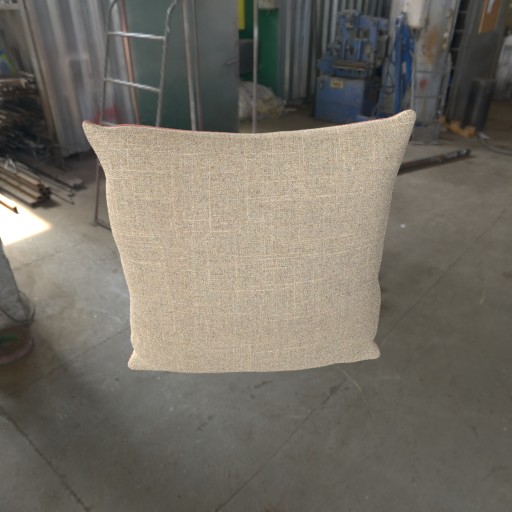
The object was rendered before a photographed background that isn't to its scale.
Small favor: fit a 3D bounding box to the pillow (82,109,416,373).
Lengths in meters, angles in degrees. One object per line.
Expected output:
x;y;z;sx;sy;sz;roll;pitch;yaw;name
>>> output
0.000;0.000;0.674;0.439;0.427;0.182;-2;31;-4;pillow
